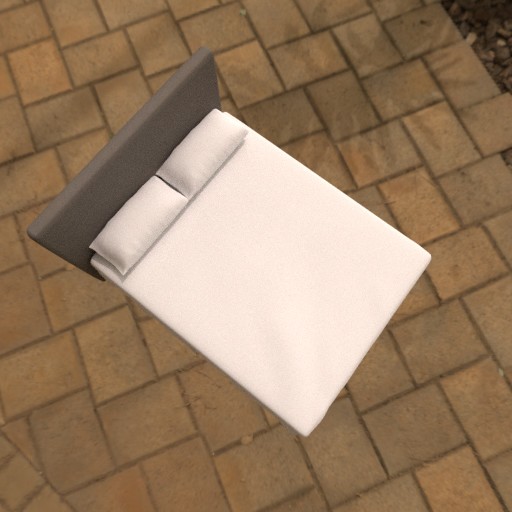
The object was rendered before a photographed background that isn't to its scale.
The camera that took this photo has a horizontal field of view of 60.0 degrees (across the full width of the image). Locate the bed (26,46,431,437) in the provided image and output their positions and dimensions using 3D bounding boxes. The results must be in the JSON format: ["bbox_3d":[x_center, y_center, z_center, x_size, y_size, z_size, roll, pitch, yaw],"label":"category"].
[{"bbox_3d":[0.000,0.000,3.203,2.142,1.330,1.723,37,78,9],"label":"bed"}]
